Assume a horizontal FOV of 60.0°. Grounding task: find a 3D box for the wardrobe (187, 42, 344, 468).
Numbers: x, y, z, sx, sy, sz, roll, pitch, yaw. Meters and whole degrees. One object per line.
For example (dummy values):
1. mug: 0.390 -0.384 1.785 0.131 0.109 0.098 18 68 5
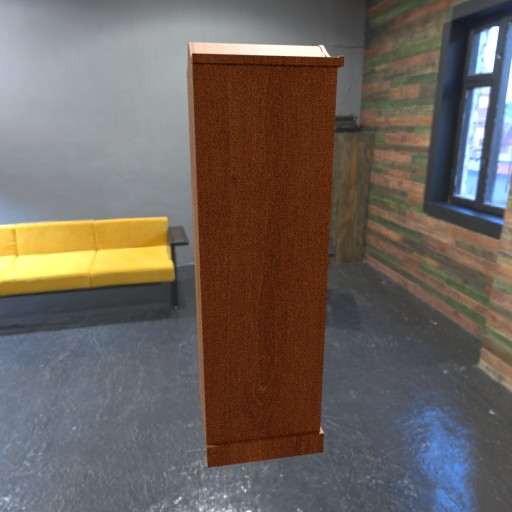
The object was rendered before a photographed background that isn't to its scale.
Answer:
1. wardrobe: 0.000 0.000 2.141 0.570 1.870 0.590 -3 17 -10
